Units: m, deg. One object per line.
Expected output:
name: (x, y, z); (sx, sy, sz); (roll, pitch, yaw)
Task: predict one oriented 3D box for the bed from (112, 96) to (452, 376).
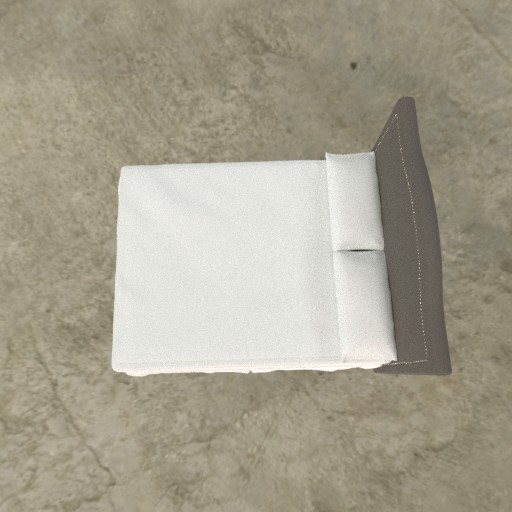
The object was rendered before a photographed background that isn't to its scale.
bed: (0.000, 0.000, 3.093); (2.036, 1.387, 1.666); (-2, 76, 0)
